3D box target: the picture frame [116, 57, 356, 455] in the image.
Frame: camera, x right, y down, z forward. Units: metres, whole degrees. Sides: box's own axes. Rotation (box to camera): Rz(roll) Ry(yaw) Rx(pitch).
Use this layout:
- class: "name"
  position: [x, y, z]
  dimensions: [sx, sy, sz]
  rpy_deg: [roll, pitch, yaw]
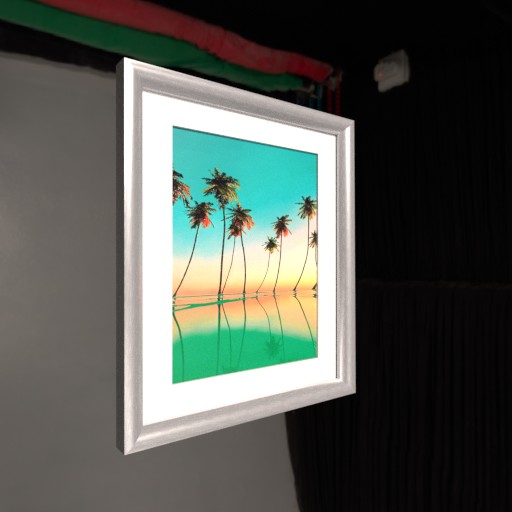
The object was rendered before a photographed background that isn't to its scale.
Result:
- class: "picture frame"
  position: [0.000, 0.000, 0.527]
  dimensions: [0.327, 0.378, 0.027]
  rpy_deg: [0, 0, -37]
